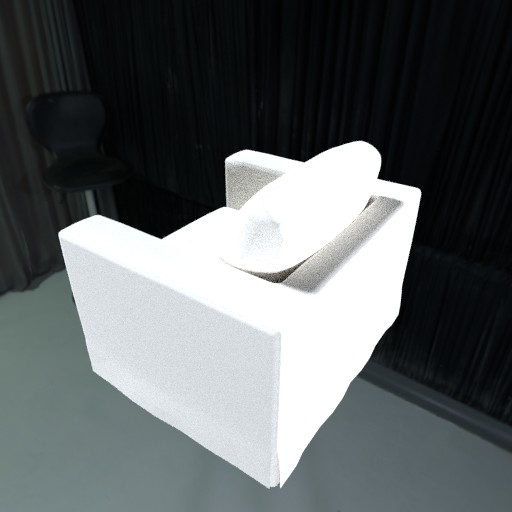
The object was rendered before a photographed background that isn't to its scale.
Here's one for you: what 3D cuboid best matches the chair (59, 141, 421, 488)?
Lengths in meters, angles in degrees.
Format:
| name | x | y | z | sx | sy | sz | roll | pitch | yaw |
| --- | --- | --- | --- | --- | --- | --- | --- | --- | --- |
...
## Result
| name | x | y | z | sx | sy | sz | roll | pitch | yaw |
| --- | --- | --- | --- | --- | --- | --- | --- | --- | --- |
| chair | 0.000 | 0.000 | 1.808 | 0.957 | 0.878 | 1.150 | 20 | 37 | 29 |
